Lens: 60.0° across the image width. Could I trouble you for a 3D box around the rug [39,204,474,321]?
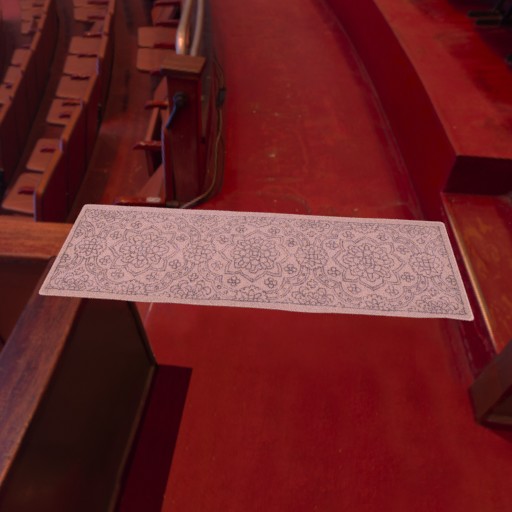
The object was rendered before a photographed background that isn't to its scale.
[{"bbox_3d":[0.000,0.000,2.725,2.431,0.006,0.806,3,47,3],"label":"rug"}]
